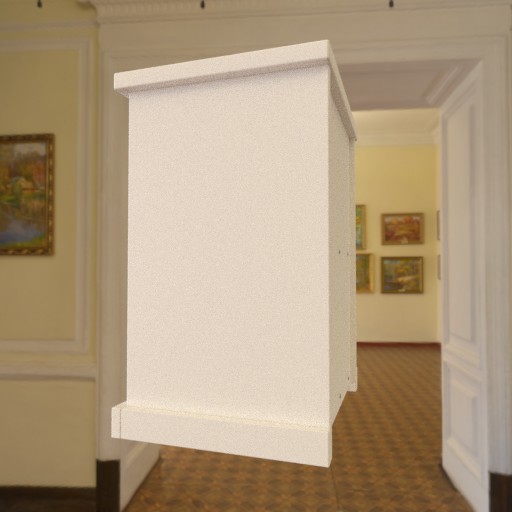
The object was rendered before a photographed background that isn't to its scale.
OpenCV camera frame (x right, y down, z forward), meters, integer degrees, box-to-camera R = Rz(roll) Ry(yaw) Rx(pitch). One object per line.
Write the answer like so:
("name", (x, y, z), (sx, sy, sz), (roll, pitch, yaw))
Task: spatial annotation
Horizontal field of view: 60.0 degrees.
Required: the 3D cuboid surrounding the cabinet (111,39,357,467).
("cabinet", (0.000, 0.000, 1.057), (0.431, 0.723, 0.520), (-1, -2, 18))
